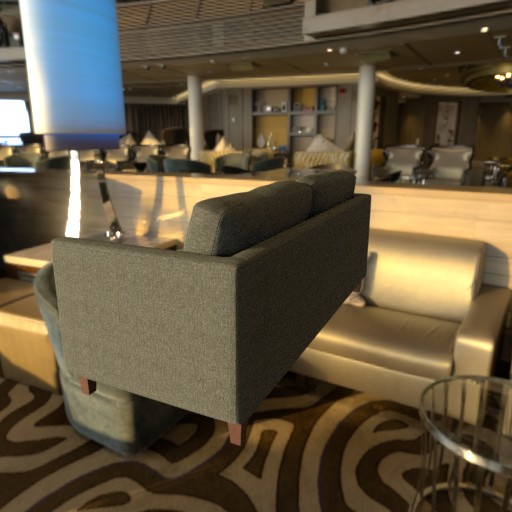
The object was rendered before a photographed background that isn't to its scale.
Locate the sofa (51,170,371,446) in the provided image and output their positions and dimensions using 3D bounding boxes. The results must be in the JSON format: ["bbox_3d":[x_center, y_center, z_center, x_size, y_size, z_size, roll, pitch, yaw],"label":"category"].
[{"bbox_3d":[0.000,0.000,2.711,0.948,0.965,2.208,7,17,25],"label":"sofa"}]
